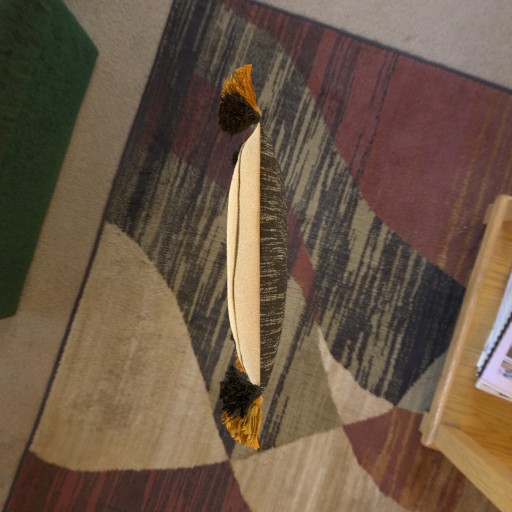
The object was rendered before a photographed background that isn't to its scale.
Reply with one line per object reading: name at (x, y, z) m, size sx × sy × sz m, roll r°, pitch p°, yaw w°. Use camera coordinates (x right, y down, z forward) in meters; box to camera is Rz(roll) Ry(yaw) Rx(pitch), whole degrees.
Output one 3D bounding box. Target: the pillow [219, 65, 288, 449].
pillow at (0.000, 0.000, 0.989) m, size 0.139 × 0.659 × 0.654 m, roll 0°, pitch 90°, yaw -1°
